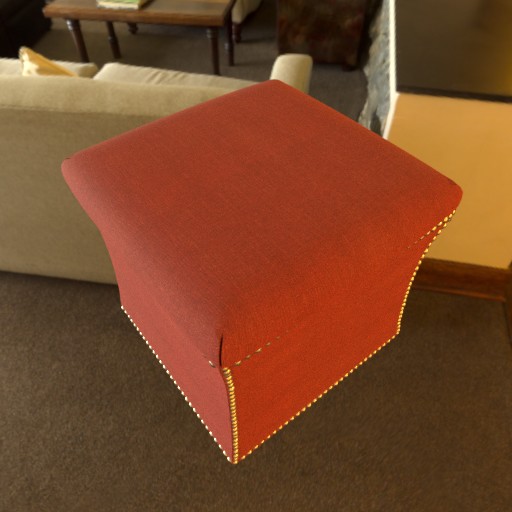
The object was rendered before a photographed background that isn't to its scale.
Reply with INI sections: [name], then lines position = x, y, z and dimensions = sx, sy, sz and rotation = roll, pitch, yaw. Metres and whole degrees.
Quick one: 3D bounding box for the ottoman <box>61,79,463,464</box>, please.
[ottoman]
position = 0.000, 0.000, 0.882
dimensions = 0.507, 0.475, 0.497
rotation = -30, 55, -24
